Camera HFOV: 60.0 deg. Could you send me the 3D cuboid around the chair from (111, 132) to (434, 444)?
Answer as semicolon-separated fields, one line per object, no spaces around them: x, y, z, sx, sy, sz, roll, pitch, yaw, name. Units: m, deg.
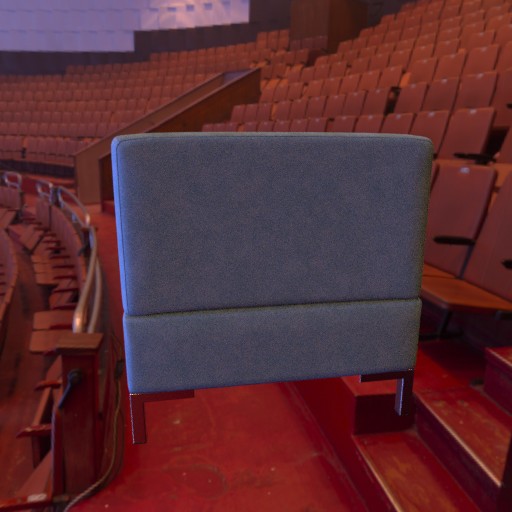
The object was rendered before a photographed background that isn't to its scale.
0.000;0.000;1.256;0.684;0.660;0.685;-2;14;-9;chair
